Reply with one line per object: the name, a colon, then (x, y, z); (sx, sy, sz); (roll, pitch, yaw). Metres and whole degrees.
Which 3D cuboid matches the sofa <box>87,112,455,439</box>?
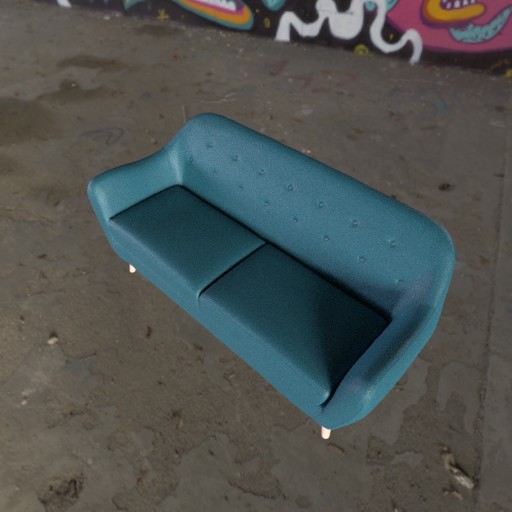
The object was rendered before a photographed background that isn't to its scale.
sofa: (0.000, 0.000, 2.297); (1.840, 0.836, 0.820); (34, 54, 29)
